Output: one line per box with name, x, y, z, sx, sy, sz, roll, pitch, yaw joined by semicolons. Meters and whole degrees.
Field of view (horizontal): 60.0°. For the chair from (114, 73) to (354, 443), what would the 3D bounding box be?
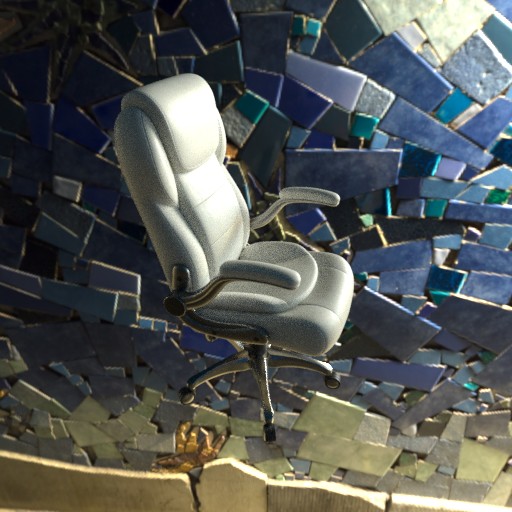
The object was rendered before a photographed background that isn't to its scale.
chair;0.000;0.000;1.819;0.806;1.330;0.755;10;33;17
